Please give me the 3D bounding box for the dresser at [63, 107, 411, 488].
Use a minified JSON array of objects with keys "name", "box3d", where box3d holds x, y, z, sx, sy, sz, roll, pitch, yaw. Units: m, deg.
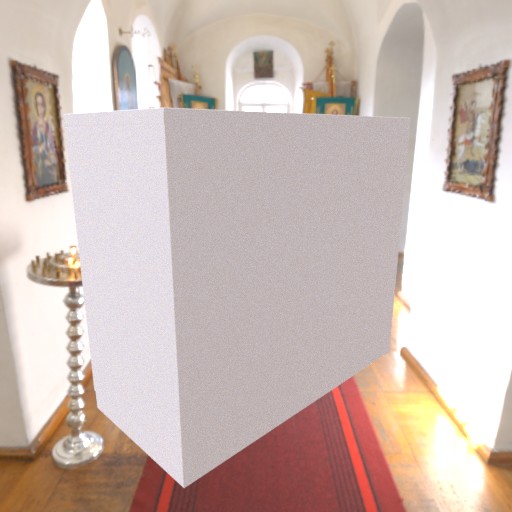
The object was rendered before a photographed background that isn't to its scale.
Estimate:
[{"name":"dresser","box3d":[0.000,0.000,1.230,0.830,0.740,0.420,-15,22,-43]}]
